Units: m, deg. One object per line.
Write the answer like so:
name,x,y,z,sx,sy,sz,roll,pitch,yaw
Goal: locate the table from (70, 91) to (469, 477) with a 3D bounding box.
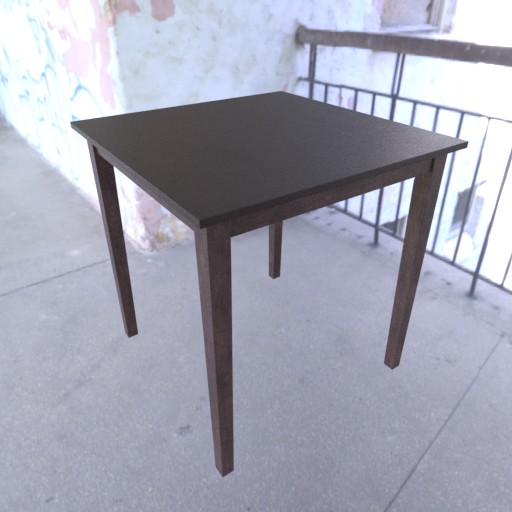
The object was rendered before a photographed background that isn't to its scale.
table,0.000,0.000,1.364,0.749,0.770,0.749,-20,37,-29
